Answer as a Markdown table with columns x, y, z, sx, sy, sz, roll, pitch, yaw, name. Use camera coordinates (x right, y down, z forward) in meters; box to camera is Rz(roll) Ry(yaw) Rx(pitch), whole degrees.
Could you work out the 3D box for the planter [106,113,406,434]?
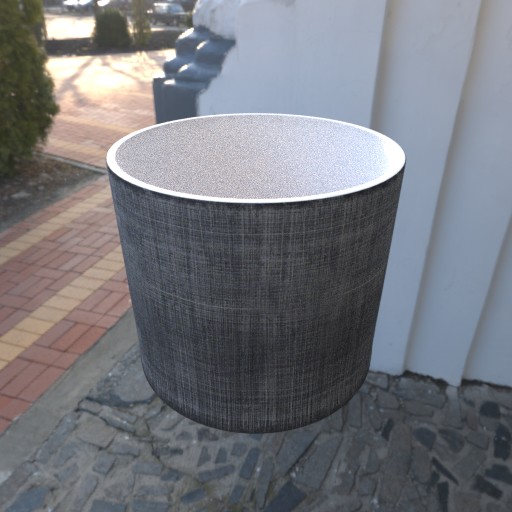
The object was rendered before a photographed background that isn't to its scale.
| x | y | z | sx | sy | sz | roll | pitch | yaw | name |
| --- | --- | --- | --- | --- | --- | --- | --- | --- | --- |
| 0.000 | 0.000 | 0.313 | 0.178 | 0.157 | 0.178 | 0 | 30 | 0 | planter |
